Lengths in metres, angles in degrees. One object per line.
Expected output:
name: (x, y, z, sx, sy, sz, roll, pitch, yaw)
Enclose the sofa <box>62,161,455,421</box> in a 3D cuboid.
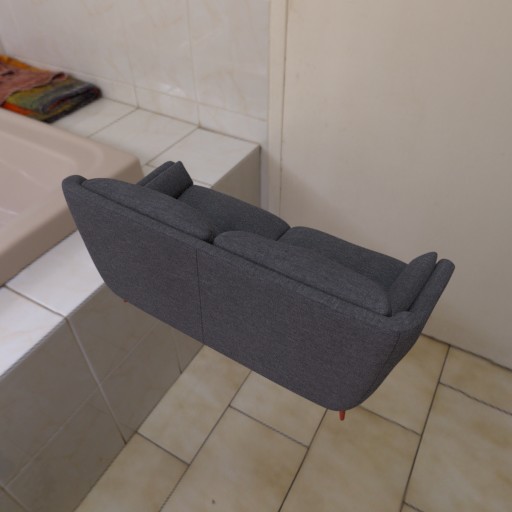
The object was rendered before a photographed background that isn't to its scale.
sofa: (0.000, 0.000, 2.468, 1.929, 0.896, 0.975, 23, 48, 23)
